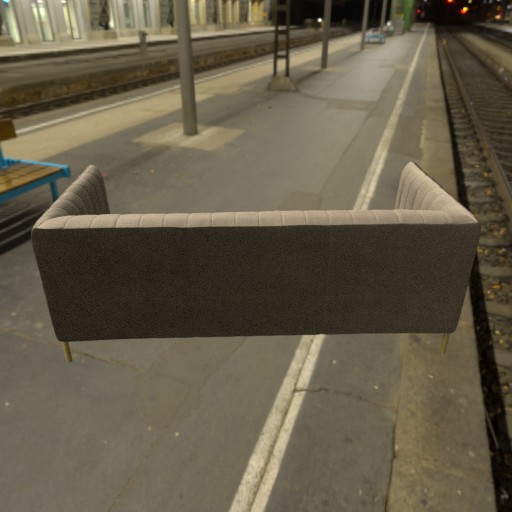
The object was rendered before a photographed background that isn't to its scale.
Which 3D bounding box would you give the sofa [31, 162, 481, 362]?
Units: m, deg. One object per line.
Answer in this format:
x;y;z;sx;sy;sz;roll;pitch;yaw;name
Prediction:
0.000;0.000;2.390;1.980;0.780;0.876;-1;29;-2;sofa
